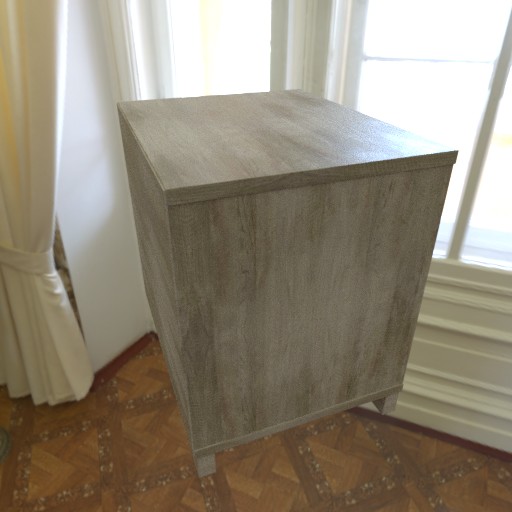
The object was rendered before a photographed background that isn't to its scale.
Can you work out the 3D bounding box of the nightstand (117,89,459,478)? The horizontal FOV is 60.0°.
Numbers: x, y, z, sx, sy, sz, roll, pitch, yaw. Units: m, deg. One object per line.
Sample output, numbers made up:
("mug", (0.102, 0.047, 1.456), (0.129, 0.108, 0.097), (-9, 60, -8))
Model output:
("nightstand", (0.000, 0.000, 0.750), (0.347, 0.448, 0.427), (-11, 32, -18))
